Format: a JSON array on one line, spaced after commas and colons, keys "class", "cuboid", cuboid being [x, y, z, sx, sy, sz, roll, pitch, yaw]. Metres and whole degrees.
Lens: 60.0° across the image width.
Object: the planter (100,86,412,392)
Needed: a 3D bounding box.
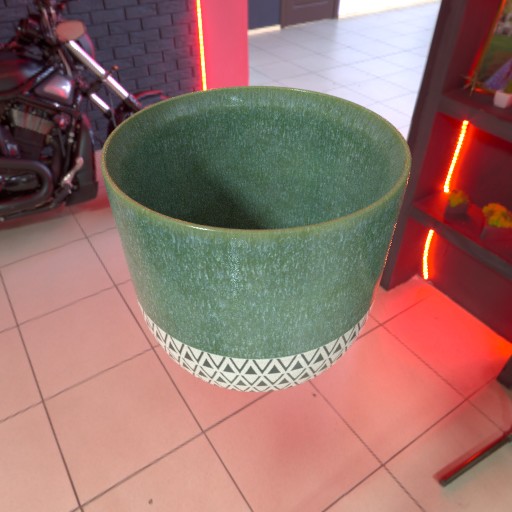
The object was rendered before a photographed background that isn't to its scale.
[{"class": "planter", "cuboid": [0.000, 0.000, 0.478, 0.266, 0.270, 0.266, 0, 41, 0]}]
